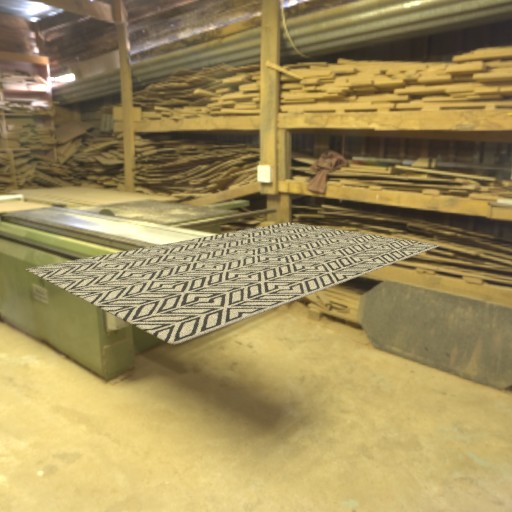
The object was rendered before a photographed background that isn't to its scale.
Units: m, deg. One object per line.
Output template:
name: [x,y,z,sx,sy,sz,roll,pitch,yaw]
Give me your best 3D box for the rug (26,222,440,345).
rug: [0.000,0.000,3.008,1.523,0.008,2.438,13,19,43]
